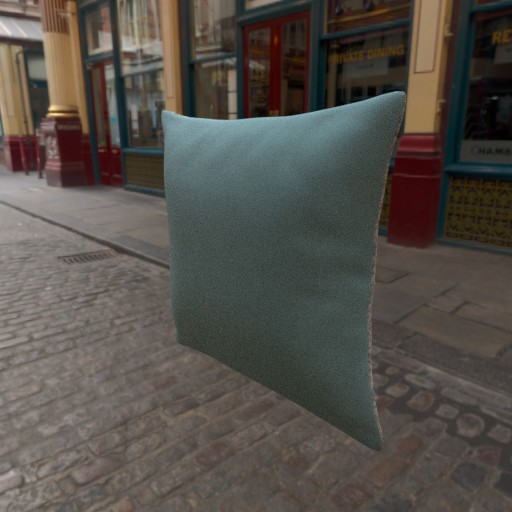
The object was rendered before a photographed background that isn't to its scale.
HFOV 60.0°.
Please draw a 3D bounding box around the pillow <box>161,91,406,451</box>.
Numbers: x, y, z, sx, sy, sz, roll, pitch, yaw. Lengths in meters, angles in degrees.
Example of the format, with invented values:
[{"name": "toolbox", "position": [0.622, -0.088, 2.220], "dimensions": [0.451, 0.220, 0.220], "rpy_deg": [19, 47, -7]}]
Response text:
[{"name": "pillow", "position": [0.000, 0.000, 0.774], "dimensions": [0.166, 0.507, 0.526], "rpy_deg": [-14, 20, -42]}]
